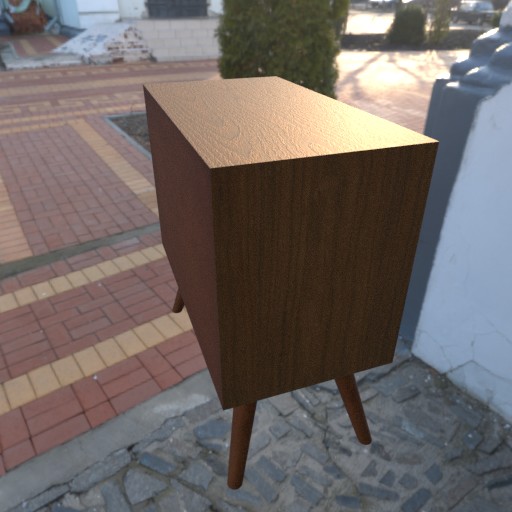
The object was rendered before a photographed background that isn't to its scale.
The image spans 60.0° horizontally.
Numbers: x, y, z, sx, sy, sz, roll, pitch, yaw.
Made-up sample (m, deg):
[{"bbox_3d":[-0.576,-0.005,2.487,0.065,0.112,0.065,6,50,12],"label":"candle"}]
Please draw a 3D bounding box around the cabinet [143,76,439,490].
[{"bbox_3d":[0.000,0.000,1.141,0.388,0.748,0.712,-10,32,-17],"label":"cabinet"}]
